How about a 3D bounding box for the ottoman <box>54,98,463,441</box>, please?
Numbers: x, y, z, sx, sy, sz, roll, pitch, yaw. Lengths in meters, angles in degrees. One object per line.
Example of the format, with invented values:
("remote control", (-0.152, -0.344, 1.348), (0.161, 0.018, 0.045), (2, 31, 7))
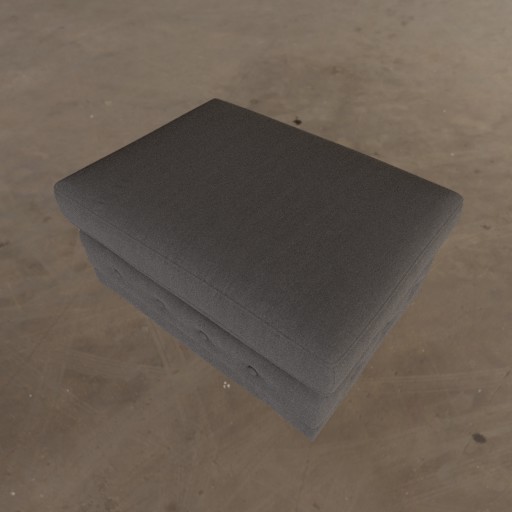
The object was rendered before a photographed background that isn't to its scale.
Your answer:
("ottoman", (0.000, 0.000, 1.143), (0.771, 0.500, 0.569), (30, 53, 26))
